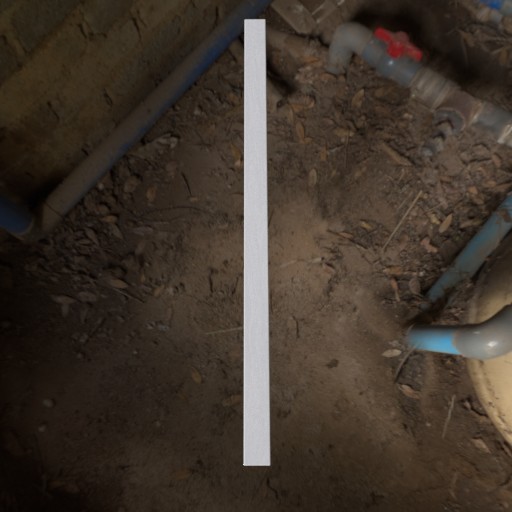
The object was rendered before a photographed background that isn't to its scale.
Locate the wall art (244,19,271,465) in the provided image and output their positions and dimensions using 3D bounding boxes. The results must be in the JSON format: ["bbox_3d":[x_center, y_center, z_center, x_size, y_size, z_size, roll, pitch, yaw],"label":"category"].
[{"bbox_3d":[0.000,0.000,1.381,0.053,0.787,1.041,0,76,0],"label":"wall art"}]
